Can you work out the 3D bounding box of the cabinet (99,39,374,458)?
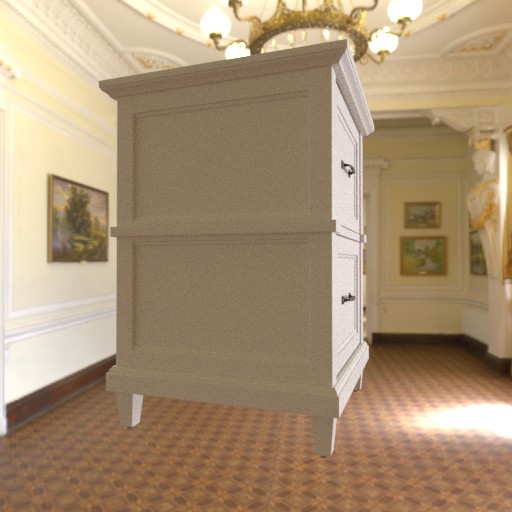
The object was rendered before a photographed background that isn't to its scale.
[{"bbox_3d":[0.000,0.000,1.141,0.547,0.775,0.544,0,-1,20],"label":"cabinet"}]
